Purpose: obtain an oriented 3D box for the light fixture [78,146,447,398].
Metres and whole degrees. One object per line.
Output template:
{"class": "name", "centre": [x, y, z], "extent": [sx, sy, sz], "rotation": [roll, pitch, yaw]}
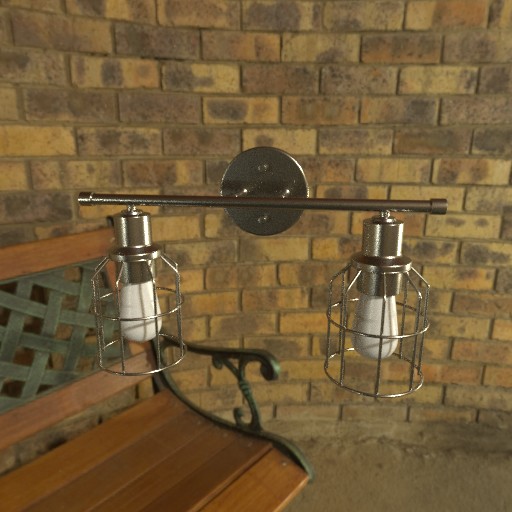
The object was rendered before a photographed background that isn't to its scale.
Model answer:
{"class": "light fixture", "centre": [0.000, 0.000, 0.534], "extent": [0.406, 0.254, 0.165], "rotation": [2, 15, 9]}
